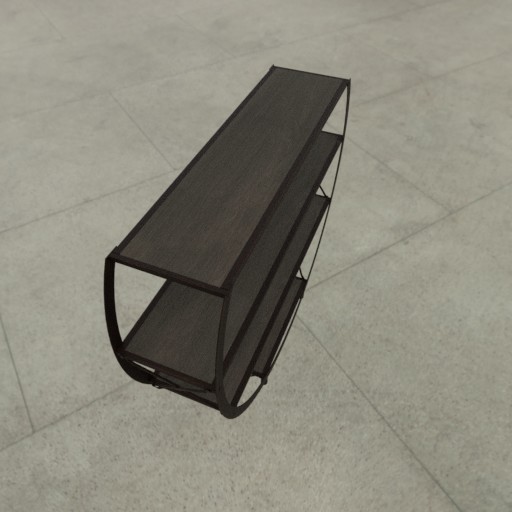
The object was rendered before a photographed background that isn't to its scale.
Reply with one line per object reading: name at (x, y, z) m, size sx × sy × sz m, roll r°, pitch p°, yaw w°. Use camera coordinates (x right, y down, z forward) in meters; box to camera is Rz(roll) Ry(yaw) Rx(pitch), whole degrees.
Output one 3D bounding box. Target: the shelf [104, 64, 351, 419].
shelf at (0.000, 0.000, 1.865) m, size 0.344 × 1.063 × 1.403 m, roll 17°, pitch 50°, yaw 15°
